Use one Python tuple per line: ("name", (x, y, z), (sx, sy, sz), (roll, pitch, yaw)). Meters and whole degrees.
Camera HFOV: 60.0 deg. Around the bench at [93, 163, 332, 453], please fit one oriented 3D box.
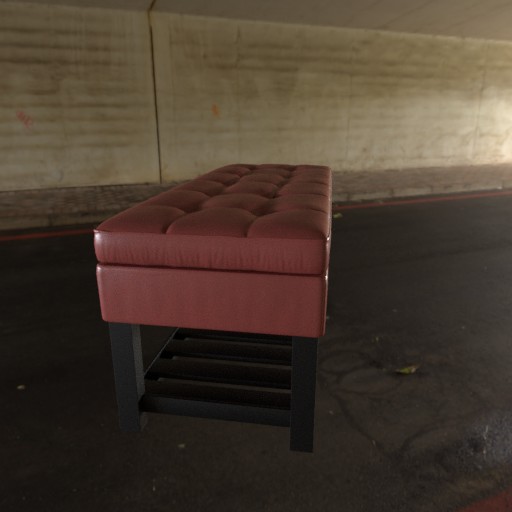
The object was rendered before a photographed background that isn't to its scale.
("bench", (0.000, 0.000, 1.339), (0.432, 0.460, 1.105), (3, 18, 9))
